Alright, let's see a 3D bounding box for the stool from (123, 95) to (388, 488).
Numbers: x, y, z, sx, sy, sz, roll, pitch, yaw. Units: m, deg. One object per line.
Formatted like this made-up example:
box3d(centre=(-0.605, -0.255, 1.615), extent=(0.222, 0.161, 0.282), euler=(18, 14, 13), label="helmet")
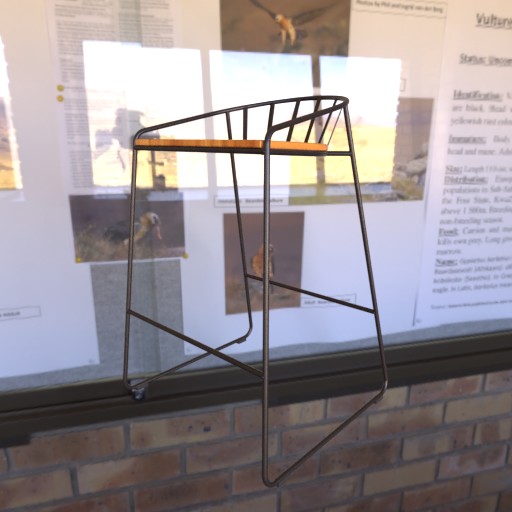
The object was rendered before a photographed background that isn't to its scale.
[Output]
box3d(centre=(0.000, 0.000, 1.152), extent=(0.546, 0.812, 0.521), euler=(14, 20, 41), label="stool")
